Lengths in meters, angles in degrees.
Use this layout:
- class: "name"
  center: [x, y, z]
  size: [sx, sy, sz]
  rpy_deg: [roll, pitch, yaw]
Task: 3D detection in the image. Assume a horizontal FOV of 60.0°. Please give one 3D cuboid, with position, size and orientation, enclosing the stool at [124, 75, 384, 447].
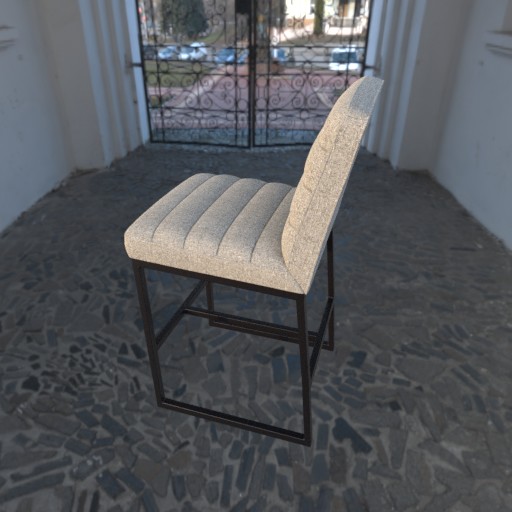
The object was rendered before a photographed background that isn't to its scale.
- class: "stool"
  center: [0.000, 0.000, 1.267]
  size: [0.560, 0.940, 0.460]
  rpy_deg: [9, 31, 15]
